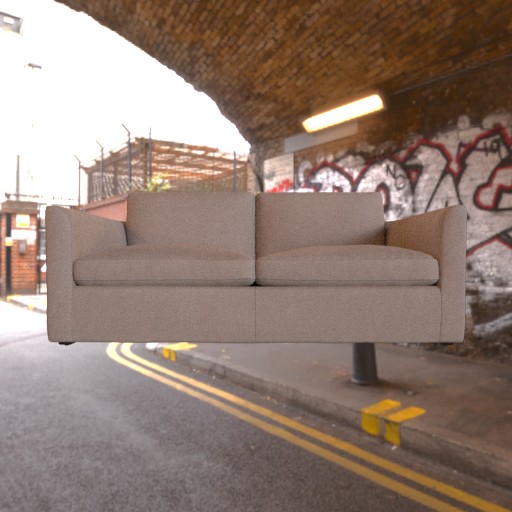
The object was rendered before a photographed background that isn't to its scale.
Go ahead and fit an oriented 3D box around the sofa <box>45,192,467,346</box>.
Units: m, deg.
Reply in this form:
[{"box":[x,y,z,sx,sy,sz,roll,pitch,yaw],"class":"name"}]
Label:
[{"box":[0.000,0.000,2.512,1.905,0.839,1.091,0,-1,0],"class":"sofa"}]
